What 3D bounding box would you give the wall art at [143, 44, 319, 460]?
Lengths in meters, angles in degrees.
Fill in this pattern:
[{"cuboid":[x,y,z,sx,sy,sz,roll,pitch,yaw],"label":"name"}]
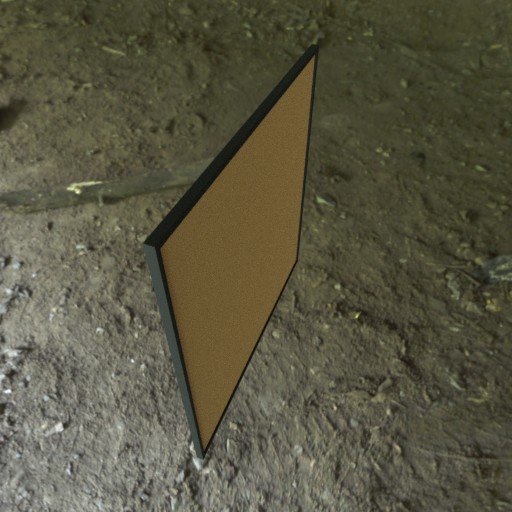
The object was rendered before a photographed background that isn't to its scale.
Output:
[{"cuboid":[0.000,0.000,0.667,0.013,0.457,0.458,16,48,15],"label":"wall art"}]
